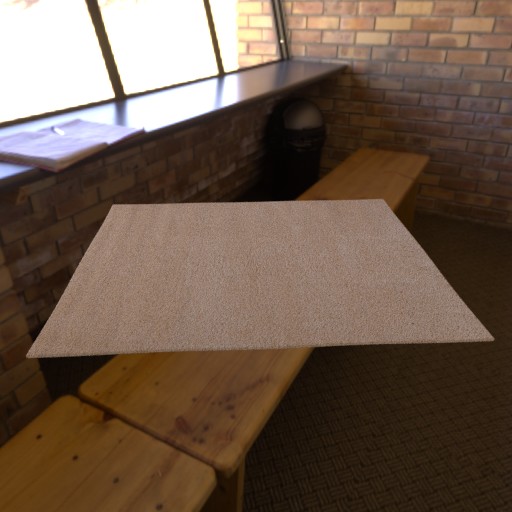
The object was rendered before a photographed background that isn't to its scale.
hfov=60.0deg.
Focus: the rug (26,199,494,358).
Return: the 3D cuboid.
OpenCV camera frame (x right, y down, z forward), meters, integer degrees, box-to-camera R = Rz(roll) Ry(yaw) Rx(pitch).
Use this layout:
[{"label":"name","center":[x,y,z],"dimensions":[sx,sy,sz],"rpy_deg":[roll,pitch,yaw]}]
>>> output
[{"label":"rug","center":[0.000,0.000,3.878],"dimensions":[3.000,0.025,2.400],"rpy_deg":[-2,30,-3]}]
